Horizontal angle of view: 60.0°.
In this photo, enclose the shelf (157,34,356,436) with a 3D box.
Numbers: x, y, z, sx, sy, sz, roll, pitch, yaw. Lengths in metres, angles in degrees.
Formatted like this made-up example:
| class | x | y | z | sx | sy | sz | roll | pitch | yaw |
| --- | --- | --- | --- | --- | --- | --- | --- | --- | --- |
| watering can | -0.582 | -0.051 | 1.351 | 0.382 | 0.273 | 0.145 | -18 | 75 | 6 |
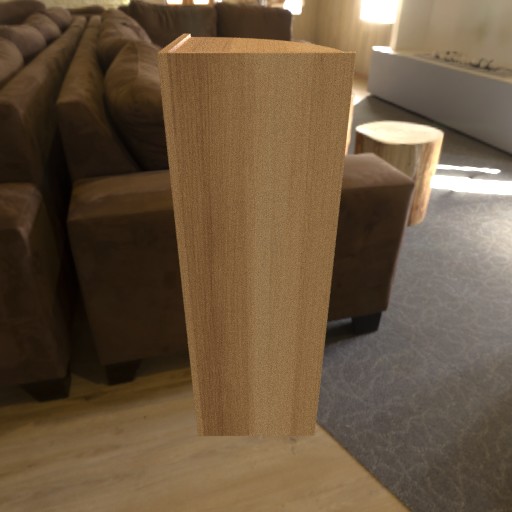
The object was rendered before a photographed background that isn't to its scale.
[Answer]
| class | x | y | z | sx | sy | sz | roll | pitch | yaw |
| --- | --- | --- | --- | --- | --- | --- | --- | --- | --- |
| shelf | 0.000 | 0.000 | 0.997 | 0.290 | 0.872 | 0.290 | 0 | 32 | 0 |
